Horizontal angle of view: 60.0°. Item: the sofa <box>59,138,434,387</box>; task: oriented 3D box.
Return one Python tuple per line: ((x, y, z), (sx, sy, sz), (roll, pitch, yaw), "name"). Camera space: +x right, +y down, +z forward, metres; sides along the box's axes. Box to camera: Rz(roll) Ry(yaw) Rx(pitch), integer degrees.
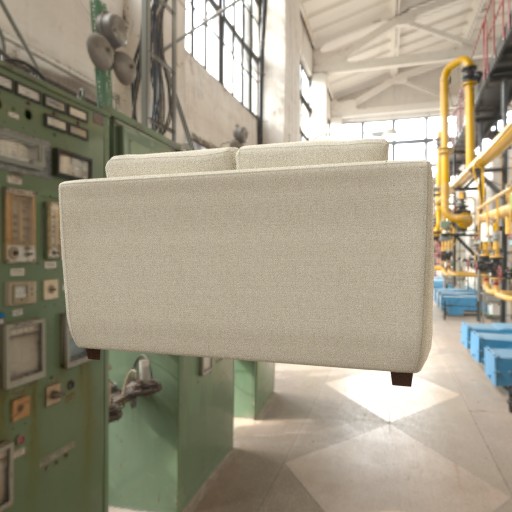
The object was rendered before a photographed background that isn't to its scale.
((0.000, 0.000, 2.373), (1.744, 1.047, 1.040), (0, 0, 18), "sofa")
